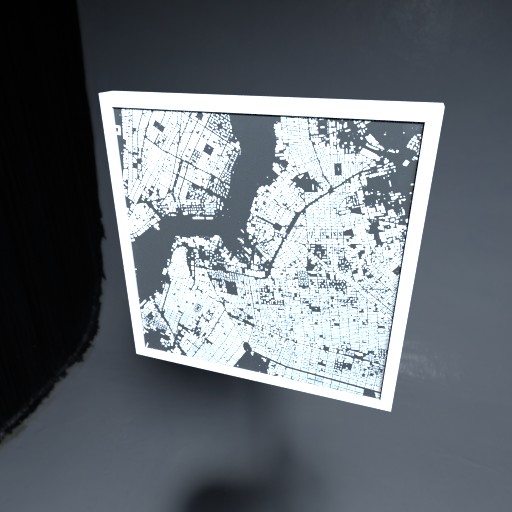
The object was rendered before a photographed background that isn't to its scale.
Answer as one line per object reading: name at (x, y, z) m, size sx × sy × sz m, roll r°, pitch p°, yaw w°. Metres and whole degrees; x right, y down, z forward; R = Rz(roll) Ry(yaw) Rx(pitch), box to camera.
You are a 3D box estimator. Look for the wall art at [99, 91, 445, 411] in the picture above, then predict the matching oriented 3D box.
wall art at (0.000, 0.000, 0.748) m, size 0.506 × 0.506 × 0.038 m, roll 8°, pitch 27°, yaw 16°
